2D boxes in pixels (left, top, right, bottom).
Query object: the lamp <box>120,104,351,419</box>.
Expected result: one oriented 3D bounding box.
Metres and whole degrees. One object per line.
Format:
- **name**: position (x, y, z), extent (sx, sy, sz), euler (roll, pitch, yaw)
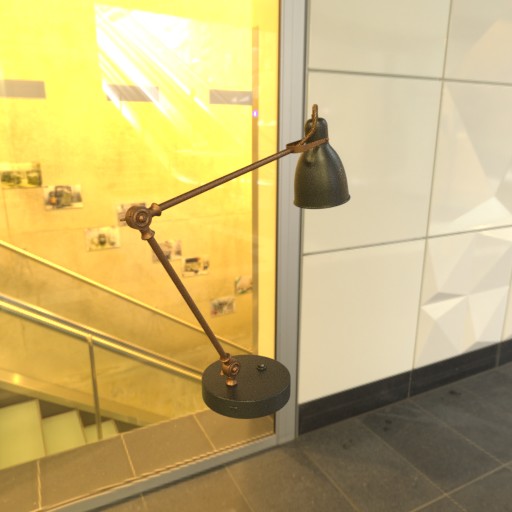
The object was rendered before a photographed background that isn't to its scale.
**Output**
- **lamp**: position (0.000, 0.000, 0.883), extent (0.187, 0.587, 0.561), euler (14, 21, 42)
